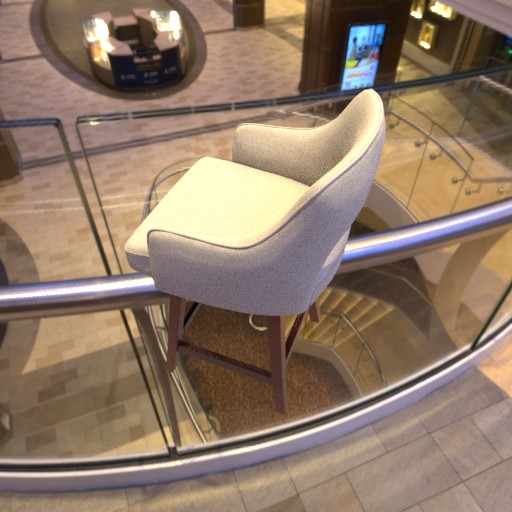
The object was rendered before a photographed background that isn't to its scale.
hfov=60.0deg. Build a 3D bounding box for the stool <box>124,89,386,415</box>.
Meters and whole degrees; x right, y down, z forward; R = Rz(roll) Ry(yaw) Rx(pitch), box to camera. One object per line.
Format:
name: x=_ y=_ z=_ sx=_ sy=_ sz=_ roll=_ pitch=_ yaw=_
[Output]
stool: x=0.000 y=0.000 z=1.292 sx=0.560 sy=0.936 sz=0.550 roll=16 pitch=47 yaw=15
